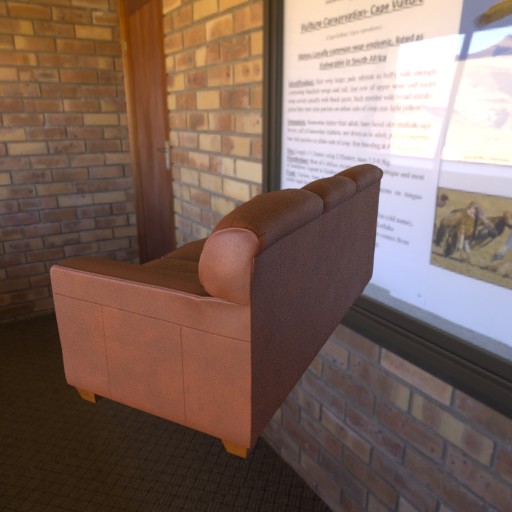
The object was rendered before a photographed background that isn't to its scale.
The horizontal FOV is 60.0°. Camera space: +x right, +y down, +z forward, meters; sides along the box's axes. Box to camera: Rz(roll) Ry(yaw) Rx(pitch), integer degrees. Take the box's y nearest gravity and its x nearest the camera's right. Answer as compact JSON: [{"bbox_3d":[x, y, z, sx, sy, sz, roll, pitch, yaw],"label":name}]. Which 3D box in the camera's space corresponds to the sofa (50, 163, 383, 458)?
[{"bbox_3d":[0.000,0.000,2.538,1.008,0.953,2.039,8,19,25],"label":"sofa"}]
